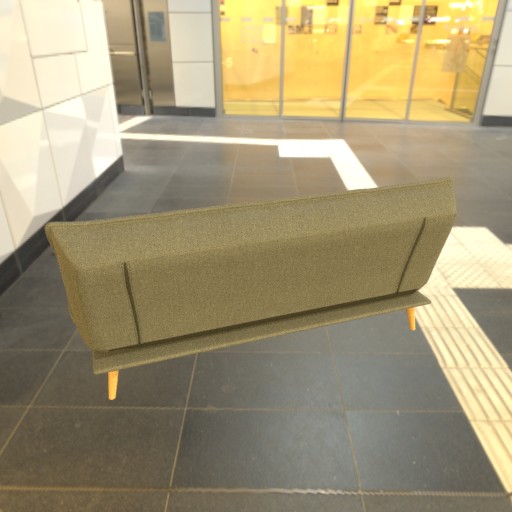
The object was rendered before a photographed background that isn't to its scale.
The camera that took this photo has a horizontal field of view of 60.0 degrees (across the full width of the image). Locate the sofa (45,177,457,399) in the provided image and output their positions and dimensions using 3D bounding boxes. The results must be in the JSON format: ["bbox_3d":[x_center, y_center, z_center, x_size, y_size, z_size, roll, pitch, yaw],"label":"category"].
[{"bbox_3d":[0.000,0.000,2.444,1.940,0.890,0.950,-9,28,-17],"label":"sofa"}]
